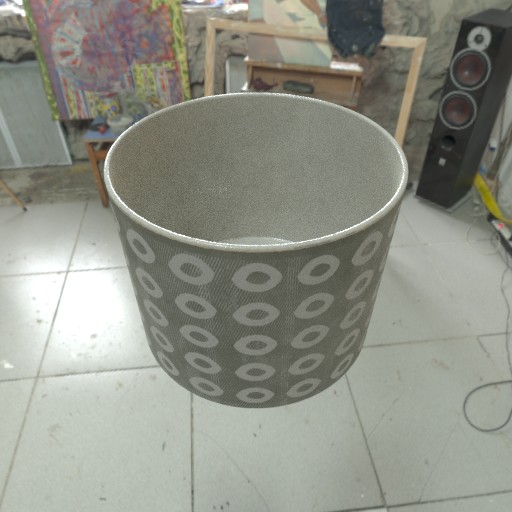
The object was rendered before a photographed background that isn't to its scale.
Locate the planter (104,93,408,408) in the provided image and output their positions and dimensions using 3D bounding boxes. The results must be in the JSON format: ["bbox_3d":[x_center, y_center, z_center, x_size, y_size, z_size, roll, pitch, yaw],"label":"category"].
[{"bbox_3d":[0.000,0.000,0.454,0.250,0.239,0.250,0,42,0],"label":"planter"}]
